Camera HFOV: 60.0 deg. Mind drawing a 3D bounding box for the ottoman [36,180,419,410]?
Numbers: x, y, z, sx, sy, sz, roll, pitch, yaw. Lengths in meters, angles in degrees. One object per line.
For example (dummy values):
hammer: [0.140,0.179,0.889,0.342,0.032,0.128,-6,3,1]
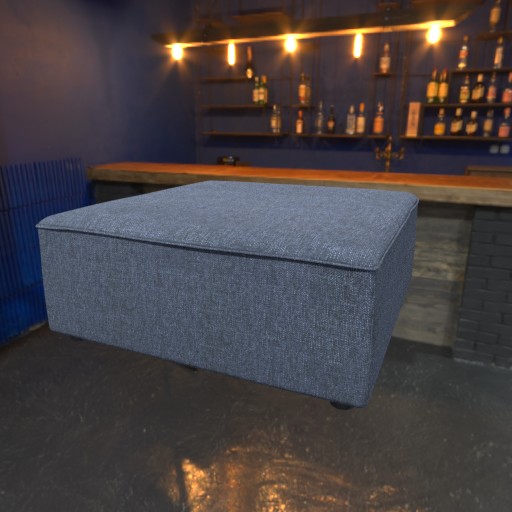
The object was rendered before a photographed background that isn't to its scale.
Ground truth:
ottoman: [0.000,0.000,1.591,1.023,0.423,1.017,8,18,24]
